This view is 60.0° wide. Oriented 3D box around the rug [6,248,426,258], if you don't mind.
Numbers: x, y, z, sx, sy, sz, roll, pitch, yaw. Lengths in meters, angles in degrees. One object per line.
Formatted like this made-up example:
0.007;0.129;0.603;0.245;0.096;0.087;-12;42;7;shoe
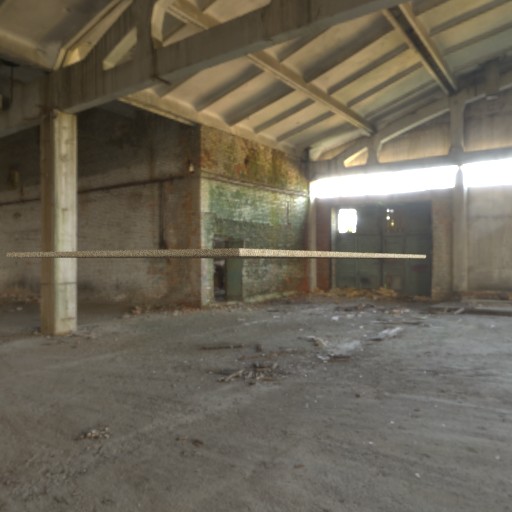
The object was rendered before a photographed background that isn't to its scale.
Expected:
0.000;0.000;2.817;1.500;0.025;2.346;0;-1;35;rug
